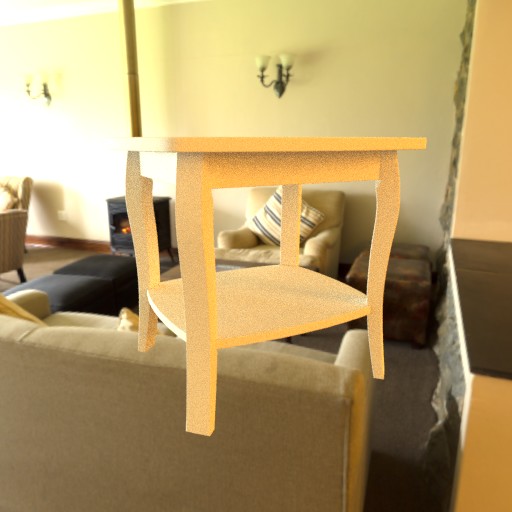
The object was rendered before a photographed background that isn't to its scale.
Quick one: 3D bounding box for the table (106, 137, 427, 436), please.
[{"bbox_3d":[0.000,0.000,0.849,0.502,0.438,0.451,-8,16,-27],"label":"table"}]
